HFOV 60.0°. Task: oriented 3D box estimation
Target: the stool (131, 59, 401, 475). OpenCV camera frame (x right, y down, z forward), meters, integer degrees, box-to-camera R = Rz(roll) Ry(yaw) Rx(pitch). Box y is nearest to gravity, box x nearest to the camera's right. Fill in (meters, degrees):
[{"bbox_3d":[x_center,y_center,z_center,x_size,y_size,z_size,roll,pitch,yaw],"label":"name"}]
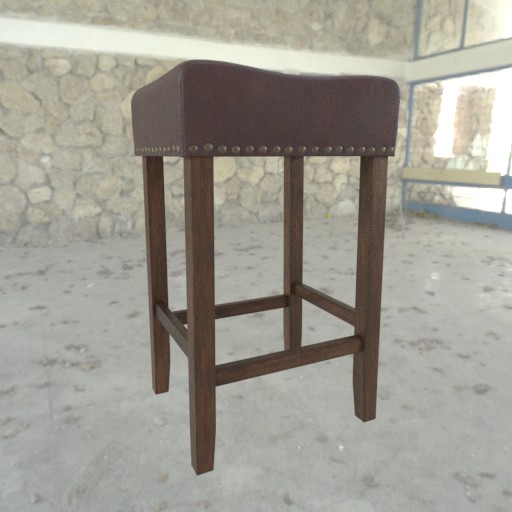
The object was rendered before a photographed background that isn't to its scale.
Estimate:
[{"bbox_3d":[0.000,0.000,1.042,0.465,0.769,0.401,-6,14,-25],"label":"stool"}]
